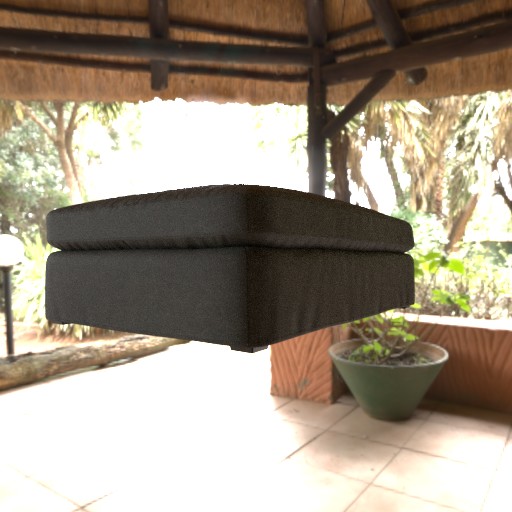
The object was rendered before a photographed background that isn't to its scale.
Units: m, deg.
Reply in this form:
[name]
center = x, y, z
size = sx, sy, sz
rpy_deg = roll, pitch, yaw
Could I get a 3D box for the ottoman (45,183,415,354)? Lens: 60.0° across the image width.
[ottoman]
center = 0.000, 0.000, 1.626
size = 0.840, 0.429, 1.199
rpy_deg = 0, -1, 35
